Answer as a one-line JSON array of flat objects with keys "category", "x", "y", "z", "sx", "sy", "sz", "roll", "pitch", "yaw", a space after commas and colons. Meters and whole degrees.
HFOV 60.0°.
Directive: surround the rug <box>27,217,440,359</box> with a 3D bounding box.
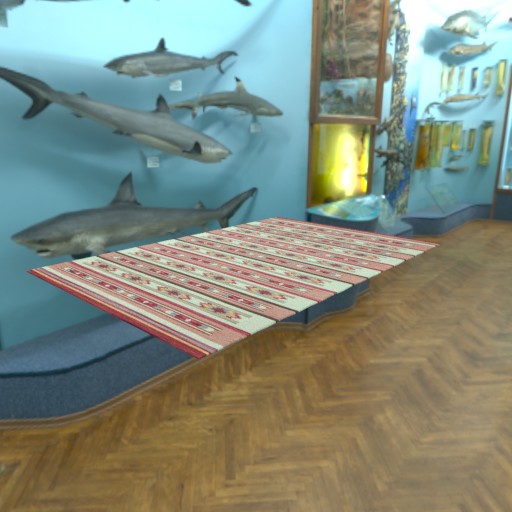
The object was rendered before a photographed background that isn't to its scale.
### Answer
[{"category": "rug", "x": 0.000, "y": 0.000, "z": 2.299, "sx": 1.223, "sy": 0.008, "sz": 1.817, "roll": 14, "pitch": 21, "yaw": 40}]
